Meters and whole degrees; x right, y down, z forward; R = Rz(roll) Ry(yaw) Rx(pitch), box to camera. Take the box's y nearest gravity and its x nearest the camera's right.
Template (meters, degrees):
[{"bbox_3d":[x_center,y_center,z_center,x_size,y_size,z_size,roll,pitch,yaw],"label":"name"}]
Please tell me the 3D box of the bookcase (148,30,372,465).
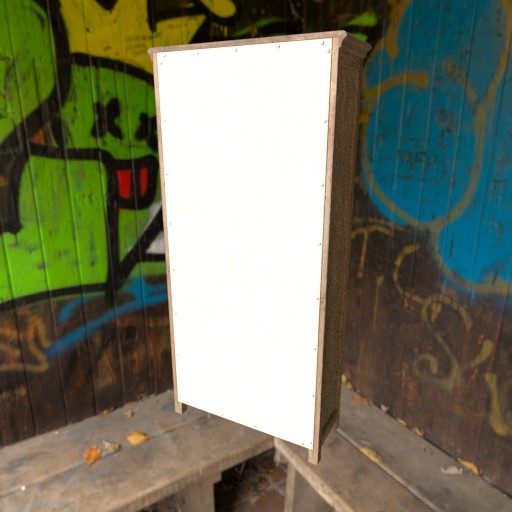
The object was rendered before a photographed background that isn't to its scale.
[{"bbox_3d":[0.000,0.000,2.175,0.906,1.880,0.348,9,20,27],"label":"bookcase"}]
